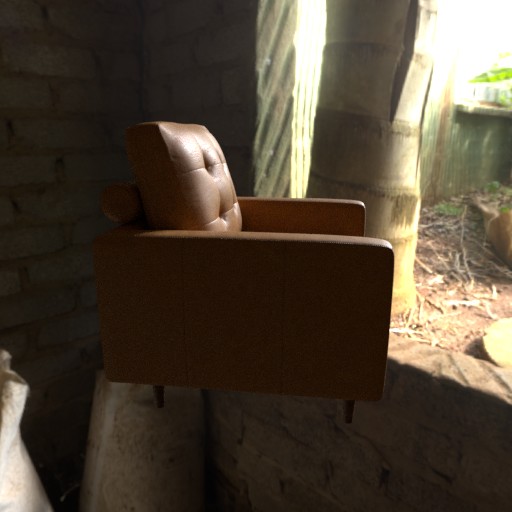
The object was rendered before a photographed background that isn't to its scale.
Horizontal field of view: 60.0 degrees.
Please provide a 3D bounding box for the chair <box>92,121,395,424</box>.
[{"bbox_3d":[0.000,0.000,1.555,0.868,0.896,0.831,2,15,7],"label":"chair"}]
